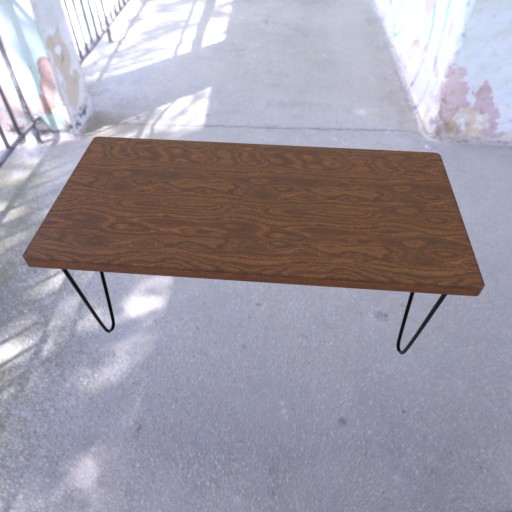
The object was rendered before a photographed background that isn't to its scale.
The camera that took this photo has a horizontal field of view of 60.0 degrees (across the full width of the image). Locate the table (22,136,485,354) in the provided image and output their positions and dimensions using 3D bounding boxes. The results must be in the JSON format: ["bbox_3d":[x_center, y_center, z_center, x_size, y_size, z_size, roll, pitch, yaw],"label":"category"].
[{"bbox_3d":[0.000,0.000,2.270,1.791,0.753,0.883,4,47,3],"label":"table"}]
